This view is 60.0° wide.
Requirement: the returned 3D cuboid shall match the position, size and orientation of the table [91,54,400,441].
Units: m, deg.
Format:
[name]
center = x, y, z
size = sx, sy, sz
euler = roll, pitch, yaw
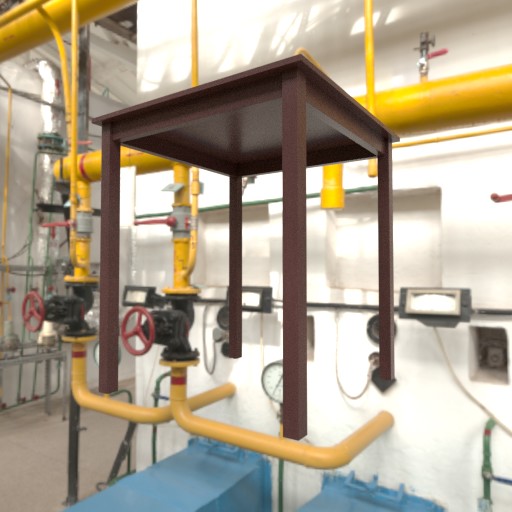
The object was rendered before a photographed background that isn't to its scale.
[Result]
[table]
center = 0.000, 0.000, 1.709
size = 0.861, 0.991, 0.861
euler = -1, -2, 34
